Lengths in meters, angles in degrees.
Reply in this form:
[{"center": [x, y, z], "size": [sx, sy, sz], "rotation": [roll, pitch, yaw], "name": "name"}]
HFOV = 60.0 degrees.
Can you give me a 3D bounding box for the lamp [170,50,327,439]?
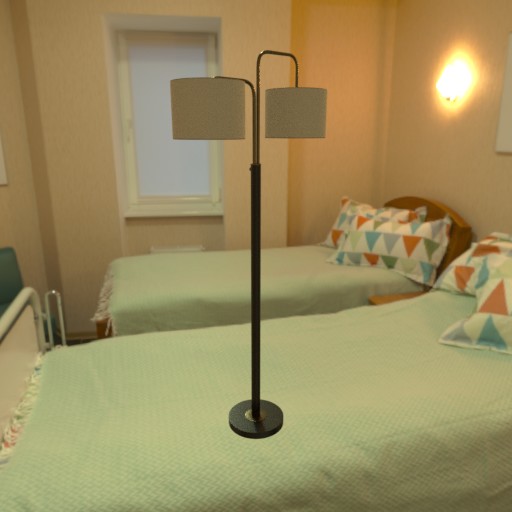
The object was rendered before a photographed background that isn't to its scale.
[{"center": [0.000, 0.000, 1.840], "size": [0.711, 1.587, 0.254], "rotation": [-15, 21, -42], "name": "lamp"}]
